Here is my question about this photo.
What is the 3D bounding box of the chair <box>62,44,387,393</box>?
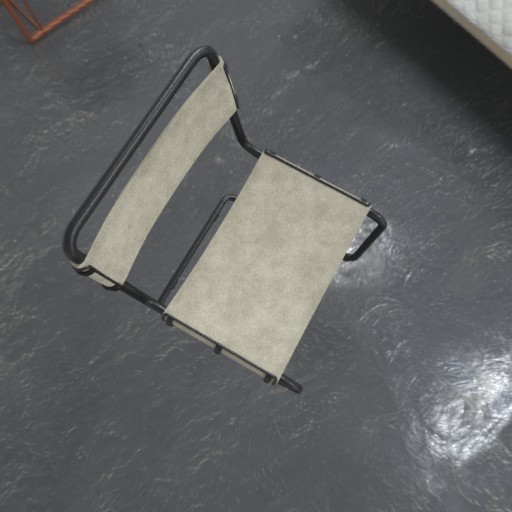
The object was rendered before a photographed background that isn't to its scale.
[{"bbox_3d":[0.000,0.000,1.088,0.497,0.747,0.499,29,77,7],"label":"chair"}]
